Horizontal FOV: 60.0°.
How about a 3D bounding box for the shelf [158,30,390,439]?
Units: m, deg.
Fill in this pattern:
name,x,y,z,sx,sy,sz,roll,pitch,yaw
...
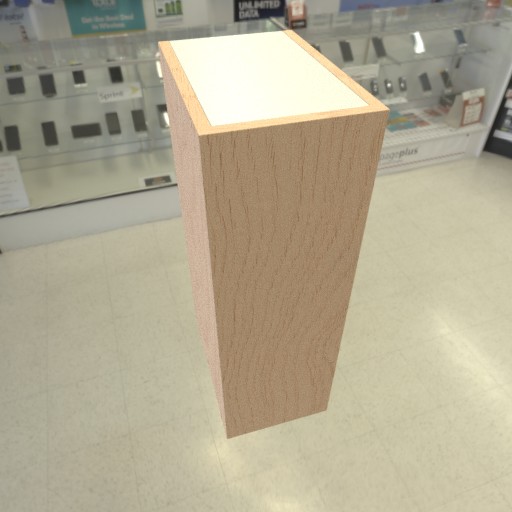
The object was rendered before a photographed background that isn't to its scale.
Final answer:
name,x,y,z,sx,sy,sz,roll,pitch,yaw
shelf,0.000,0.000,0.733,0.200,0.600,0.290,-11,43,-12
